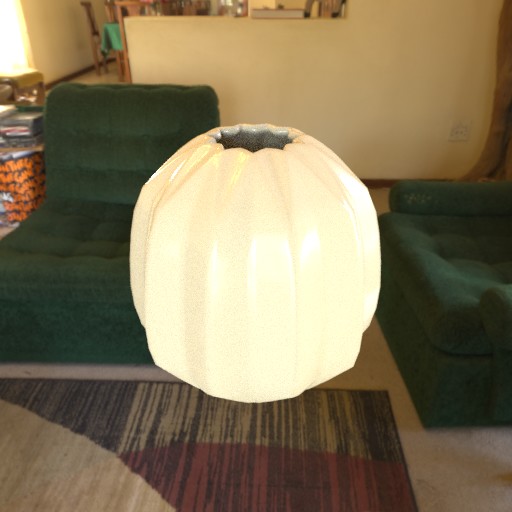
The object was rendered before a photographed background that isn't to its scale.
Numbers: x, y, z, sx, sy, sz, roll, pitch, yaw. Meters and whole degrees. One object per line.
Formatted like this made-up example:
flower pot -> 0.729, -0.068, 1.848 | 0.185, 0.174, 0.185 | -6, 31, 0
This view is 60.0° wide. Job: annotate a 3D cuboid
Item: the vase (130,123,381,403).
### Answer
vase -> 0.000, 0.000, 0.247 | 0.139, 0.134, 0.139 | 0, 31, 0
